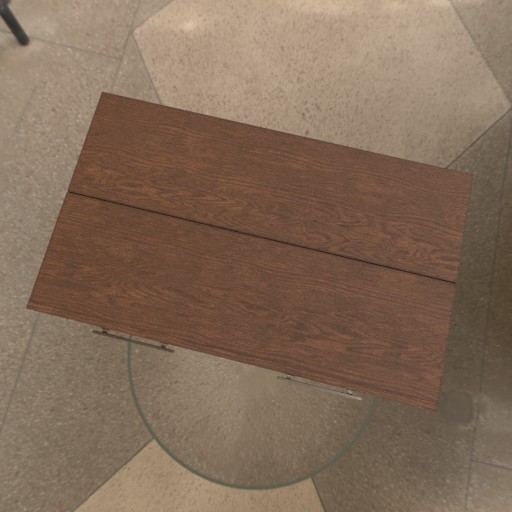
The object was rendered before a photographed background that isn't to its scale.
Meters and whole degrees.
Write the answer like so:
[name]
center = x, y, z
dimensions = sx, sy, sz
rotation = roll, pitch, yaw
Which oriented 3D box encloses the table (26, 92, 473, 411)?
[table]
center = 0.000, 0.000, 1.461
dimensions = 1.167, 0.361, 0.719
rotation = 13, 78, 3
